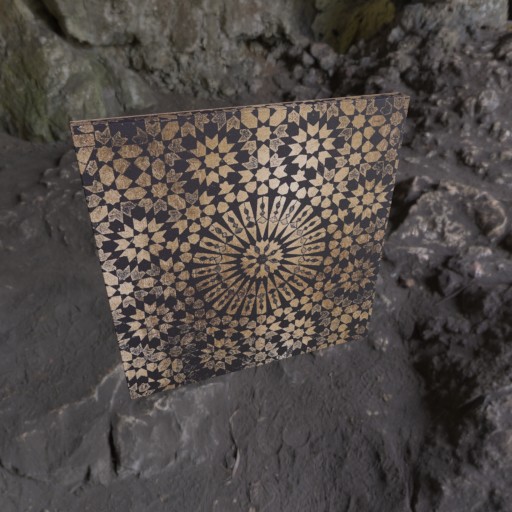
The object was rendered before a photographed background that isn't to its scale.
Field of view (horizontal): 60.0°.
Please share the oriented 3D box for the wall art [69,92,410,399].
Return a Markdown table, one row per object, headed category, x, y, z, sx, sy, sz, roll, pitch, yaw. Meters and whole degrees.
| category | x | y | z | sx | sy | sz | roll | pitch | yaw |
| --- | --- | --- | --- | --- | --- | --- | --- | --- | --- |
| wall art | 0.000 | 0.000 | 0.934 | 0.612 | 0.612 | 0.038 | -11 | 34 | -17 |
